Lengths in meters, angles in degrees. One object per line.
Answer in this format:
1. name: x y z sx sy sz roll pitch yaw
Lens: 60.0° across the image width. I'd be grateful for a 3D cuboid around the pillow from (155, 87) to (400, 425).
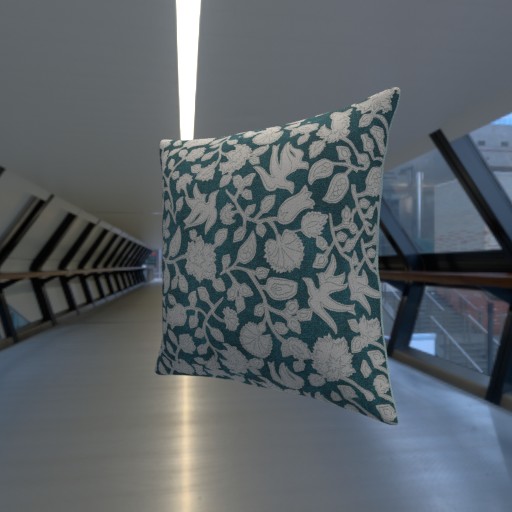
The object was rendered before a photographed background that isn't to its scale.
1. pillow: 0.000 0.000 0.814 0.525 0.508 0.166 0 0 35
